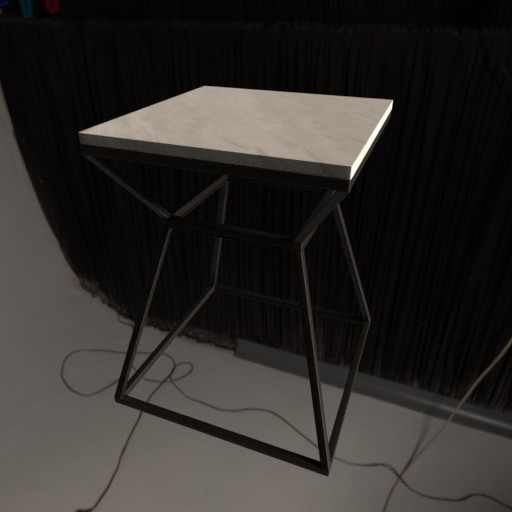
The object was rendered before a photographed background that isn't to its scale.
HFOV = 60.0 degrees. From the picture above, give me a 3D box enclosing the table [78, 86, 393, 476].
[{"bbox_3d":[0.000,0.000,0.893,0.455,0.559,0.455,11,33,18],"label":"table"}]
